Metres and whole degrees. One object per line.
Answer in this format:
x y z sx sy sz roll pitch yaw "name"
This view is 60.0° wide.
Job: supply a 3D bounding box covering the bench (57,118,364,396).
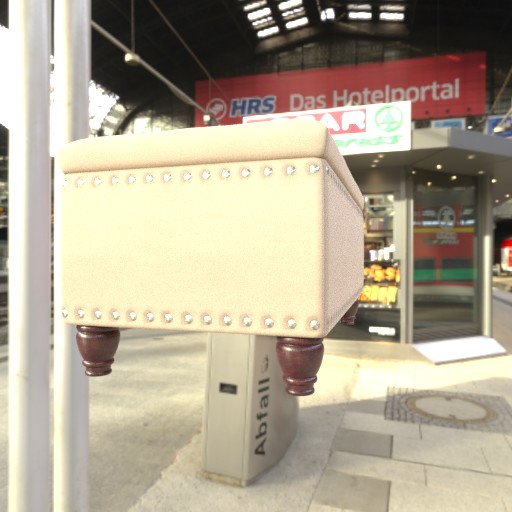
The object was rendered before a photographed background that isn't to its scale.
0.000 0.000 1.159 0.500 0.449 0.887 0 0 17 "bench"
